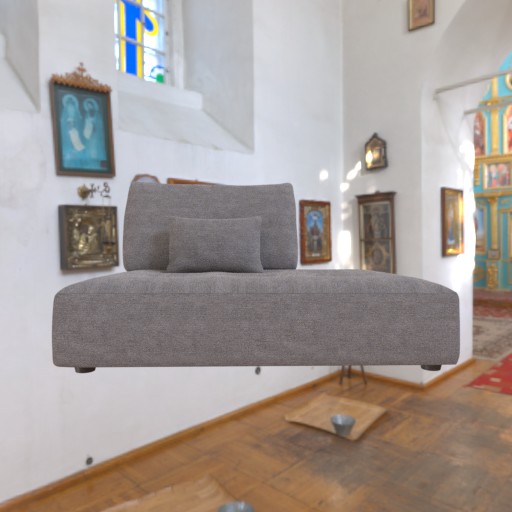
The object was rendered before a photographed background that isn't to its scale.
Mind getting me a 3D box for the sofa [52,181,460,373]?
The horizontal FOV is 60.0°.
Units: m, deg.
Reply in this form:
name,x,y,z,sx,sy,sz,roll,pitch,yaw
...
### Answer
name,x,y,z,sx,sy,sz,roll,pitch,yaw
sofa,0.000,0.000,2.030,1.450,0.820,1.002,0,1,-2
